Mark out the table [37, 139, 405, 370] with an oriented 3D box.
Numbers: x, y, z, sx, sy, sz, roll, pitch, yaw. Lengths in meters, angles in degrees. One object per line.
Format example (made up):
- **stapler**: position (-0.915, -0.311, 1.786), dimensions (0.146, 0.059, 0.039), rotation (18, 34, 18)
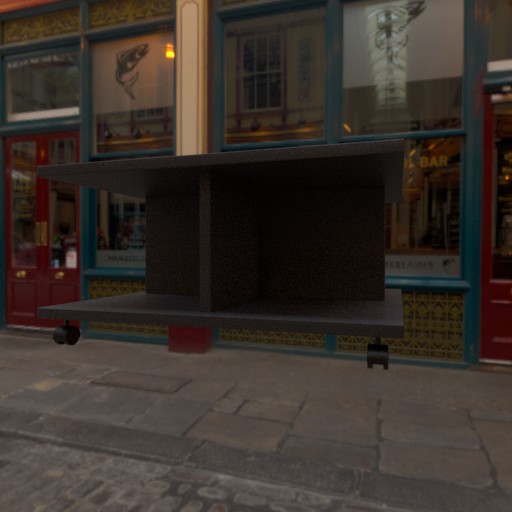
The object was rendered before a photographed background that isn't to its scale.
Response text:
- **table**: position (0.000, 0.000, 1.215), dimensions (0.762, 0.396, 0.762), rotation (0, 0, 18)
